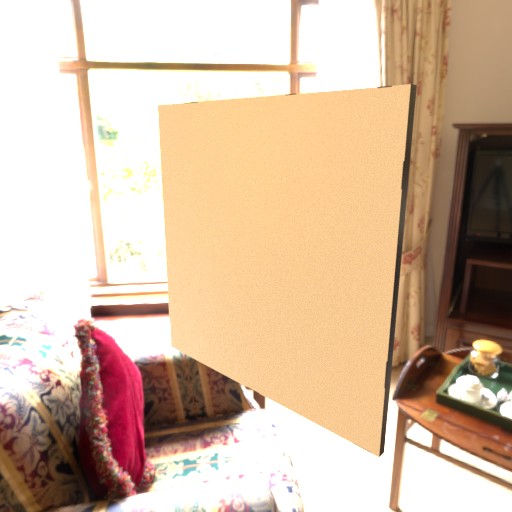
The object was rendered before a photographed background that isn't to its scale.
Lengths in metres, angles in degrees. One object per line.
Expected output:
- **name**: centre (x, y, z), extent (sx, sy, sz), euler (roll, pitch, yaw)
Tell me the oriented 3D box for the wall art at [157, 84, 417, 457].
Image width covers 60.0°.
- **wall art**: centre (0.000, 0.000, 0.658), extent (0.446, 0.445, 0.014), euler (14, 21, 42)
